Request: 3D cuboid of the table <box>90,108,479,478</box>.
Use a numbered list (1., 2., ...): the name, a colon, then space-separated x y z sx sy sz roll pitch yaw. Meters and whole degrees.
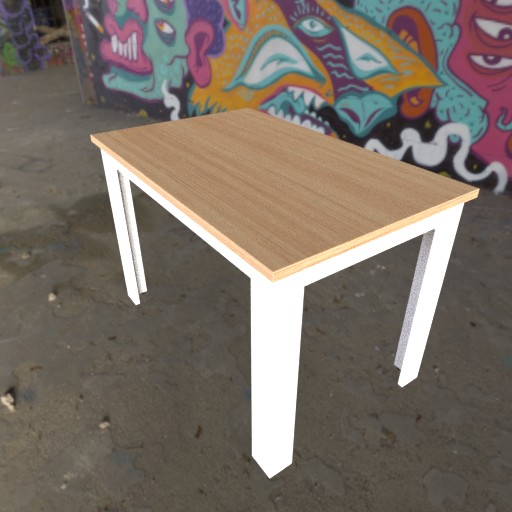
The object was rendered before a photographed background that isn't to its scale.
1. table: 0.000 0.000 1.597 0.700 0.734 1.100 -21 37 -29
